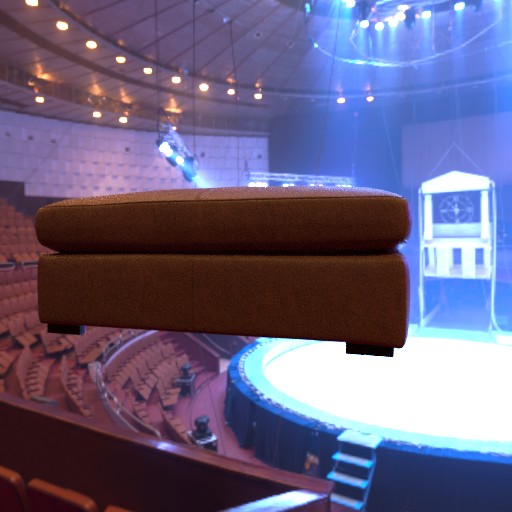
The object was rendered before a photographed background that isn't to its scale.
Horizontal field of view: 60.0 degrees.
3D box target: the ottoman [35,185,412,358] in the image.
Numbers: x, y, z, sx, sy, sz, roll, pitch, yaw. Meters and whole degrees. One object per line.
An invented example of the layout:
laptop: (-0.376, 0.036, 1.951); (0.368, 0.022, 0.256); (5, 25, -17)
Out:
ottoman: (0.000, 0.000, 1.780); (1.168, 0.490, 1.168); (0, 1, 18)
